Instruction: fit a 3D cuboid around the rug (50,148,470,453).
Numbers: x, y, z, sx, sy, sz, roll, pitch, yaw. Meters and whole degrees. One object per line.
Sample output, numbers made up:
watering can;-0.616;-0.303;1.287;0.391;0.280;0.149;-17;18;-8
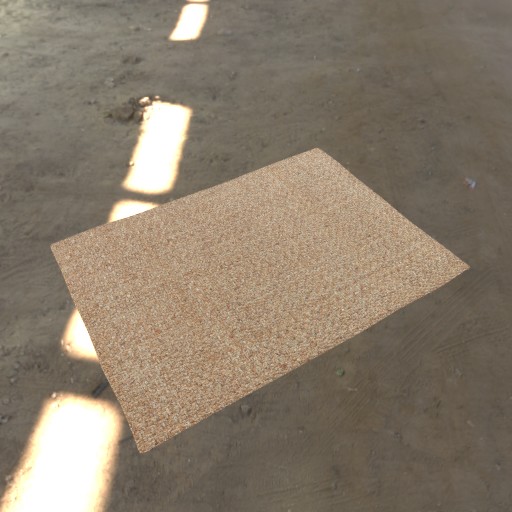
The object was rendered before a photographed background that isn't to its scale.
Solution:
rug;0.000;0.000;2.770;2.141;0.013;1.566;-24;51;-21
